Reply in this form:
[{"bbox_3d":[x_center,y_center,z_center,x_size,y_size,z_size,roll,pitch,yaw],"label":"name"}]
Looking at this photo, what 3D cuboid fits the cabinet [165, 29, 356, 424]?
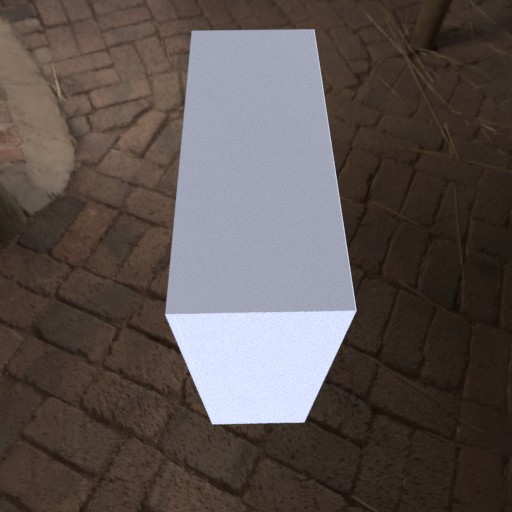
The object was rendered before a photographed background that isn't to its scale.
[{"bbox_3d":[0.000,0.000,1.692,0.400,1.190,1.000,-1,59,-1],"label":"cabinet"}]
